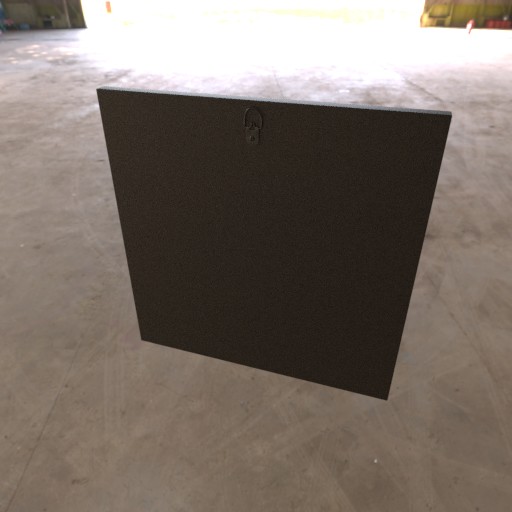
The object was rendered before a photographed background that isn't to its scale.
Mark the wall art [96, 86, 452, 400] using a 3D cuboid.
[{"bbox_3d":[0.000,0.000,1.183,0.805,0.807,0.043,10,33,16],"label":"wall art"}]
